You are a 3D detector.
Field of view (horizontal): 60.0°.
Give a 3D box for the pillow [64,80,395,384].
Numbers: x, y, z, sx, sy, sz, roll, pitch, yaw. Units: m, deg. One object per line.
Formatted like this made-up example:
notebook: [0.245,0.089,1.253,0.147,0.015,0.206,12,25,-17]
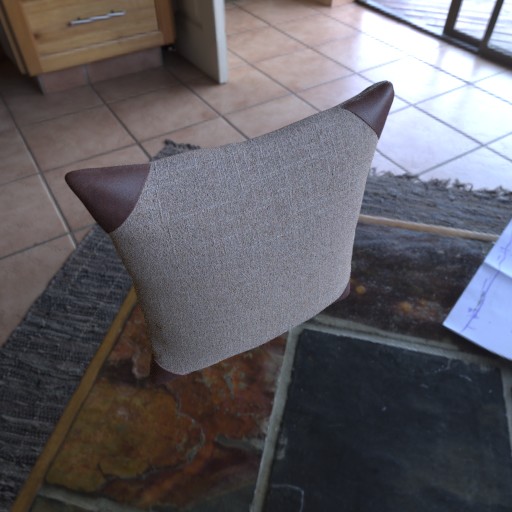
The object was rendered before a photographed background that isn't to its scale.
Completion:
pillow: [0.000,0.000,0.675,0.437,0.448,0.147,-23,50,-21]
